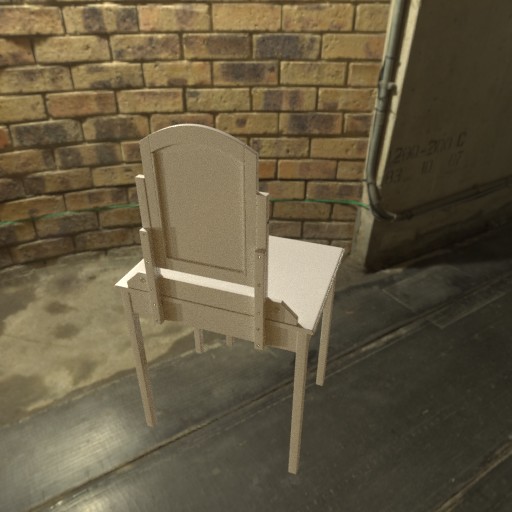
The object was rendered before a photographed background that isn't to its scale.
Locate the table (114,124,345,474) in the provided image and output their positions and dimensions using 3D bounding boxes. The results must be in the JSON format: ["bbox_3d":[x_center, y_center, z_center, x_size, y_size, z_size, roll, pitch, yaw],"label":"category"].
[{"bbox_3d":[0.000,0.000,2.283,0.876,1.631,1.211,11,33,17],"label":"table"}]
